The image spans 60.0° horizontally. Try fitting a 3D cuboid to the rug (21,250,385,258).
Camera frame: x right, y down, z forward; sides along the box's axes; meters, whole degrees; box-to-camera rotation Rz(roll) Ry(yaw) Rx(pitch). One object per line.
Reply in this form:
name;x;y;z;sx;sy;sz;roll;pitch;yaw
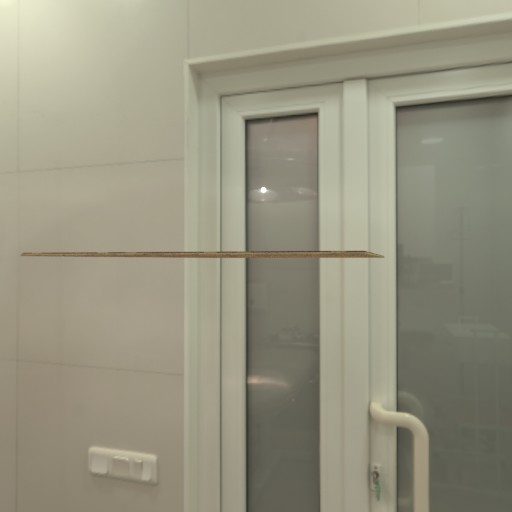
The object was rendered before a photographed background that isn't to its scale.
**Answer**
rug;0.000;0.000;2.893;1.555;0.016;2.286;0;-1;18
